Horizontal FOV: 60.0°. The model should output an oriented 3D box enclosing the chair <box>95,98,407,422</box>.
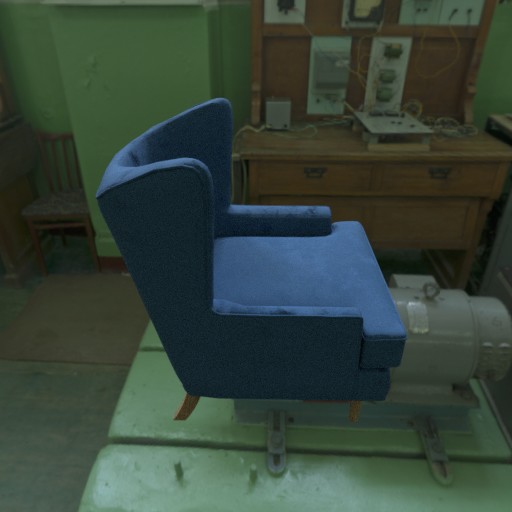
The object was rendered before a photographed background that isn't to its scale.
[{"bbox_3d":[0.000,0.000,1.597,0.910,0.952,0.793,1,30,1],"label":"chair"}]
